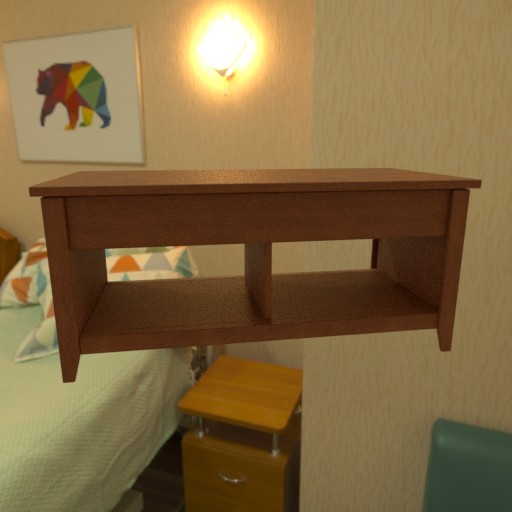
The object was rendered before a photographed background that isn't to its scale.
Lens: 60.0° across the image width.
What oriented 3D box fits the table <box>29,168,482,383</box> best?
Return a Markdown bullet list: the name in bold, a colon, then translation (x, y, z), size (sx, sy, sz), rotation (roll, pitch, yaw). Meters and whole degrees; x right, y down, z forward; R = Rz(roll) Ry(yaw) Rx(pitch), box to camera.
- **table**: translation (0.000, 0.000, 1.266), size (1.016, 0.457, 0.483), rotation (-2, 15, -9)
